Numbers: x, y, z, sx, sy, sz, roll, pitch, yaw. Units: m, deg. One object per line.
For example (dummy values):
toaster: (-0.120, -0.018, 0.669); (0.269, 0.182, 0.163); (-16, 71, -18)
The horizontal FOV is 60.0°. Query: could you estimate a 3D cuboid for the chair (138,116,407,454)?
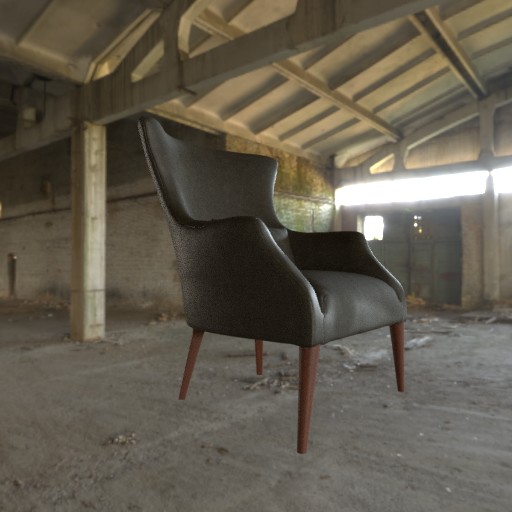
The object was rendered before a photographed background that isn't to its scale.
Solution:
chair: (0.000, 0.000, 1.748); (0.954, 1.068, 0.819); (-1, -2, 38)
